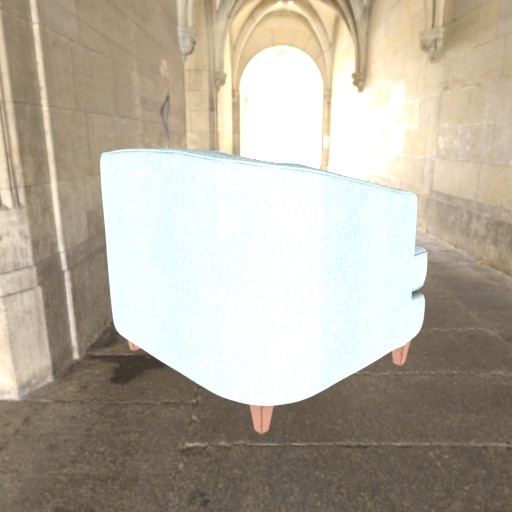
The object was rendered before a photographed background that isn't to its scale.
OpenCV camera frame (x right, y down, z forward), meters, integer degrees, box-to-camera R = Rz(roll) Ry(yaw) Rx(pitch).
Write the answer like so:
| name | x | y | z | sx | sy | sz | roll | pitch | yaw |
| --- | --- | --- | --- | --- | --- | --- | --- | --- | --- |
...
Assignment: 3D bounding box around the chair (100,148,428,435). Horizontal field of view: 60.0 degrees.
| name | x | y | z | sx | sy | sz | roll | pitch | yaw |
| --- | --- | --- | --- | --- | --- | --- | --- | --- | --- |
| chair | 0.000 | 0.000 | 1.786 | 0.945 | 0.852 | 1.094 | -14 | 20 | -42 |
